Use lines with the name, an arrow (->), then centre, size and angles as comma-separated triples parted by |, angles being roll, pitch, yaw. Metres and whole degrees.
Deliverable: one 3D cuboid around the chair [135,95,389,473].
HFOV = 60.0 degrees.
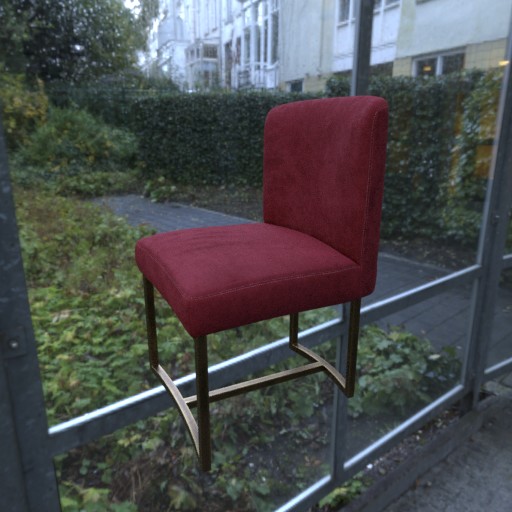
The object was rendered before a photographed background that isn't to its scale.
chair -> 0.000, 0.000, 1.206 | 0.560, 0.824, 0.530 | -8, 18, -25
